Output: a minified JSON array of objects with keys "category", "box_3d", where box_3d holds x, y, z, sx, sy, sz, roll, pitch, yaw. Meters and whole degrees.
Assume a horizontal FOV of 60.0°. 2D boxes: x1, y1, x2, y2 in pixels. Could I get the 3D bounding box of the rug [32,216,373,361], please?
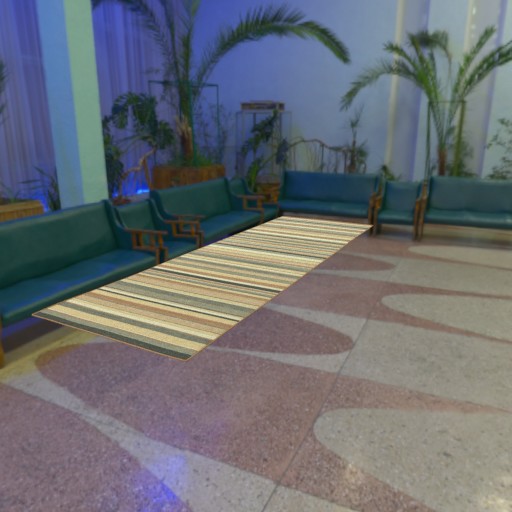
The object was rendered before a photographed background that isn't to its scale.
[{"category":"rug","box_3d":[0.000,0.000,2.674,0.799,0.010,2.444,9,18,27]}]
